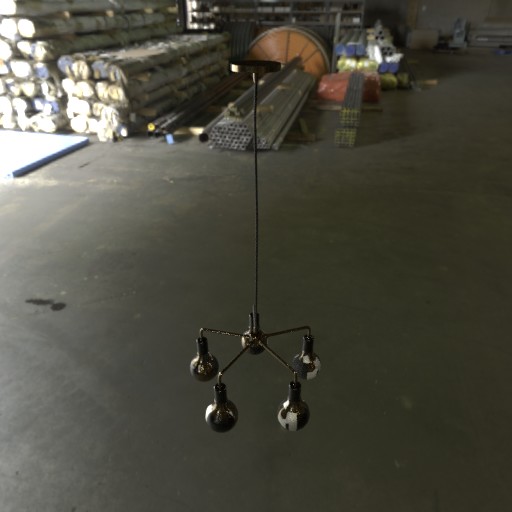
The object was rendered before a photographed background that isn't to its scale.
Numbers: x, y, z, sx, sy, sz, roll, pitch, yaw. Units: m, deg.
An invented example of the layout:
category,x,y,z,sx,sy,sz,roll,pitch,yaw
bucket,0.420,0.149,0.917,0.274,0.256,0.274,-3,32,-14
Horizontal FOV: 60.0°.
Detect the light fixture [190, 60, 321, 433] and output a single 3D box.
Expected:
category,x,y,z,sx,sy,sz,roll,pitch,yaw
light fixture,0.000,0.000,1.225,0.438,0.988,0.421,-1,30,-2
